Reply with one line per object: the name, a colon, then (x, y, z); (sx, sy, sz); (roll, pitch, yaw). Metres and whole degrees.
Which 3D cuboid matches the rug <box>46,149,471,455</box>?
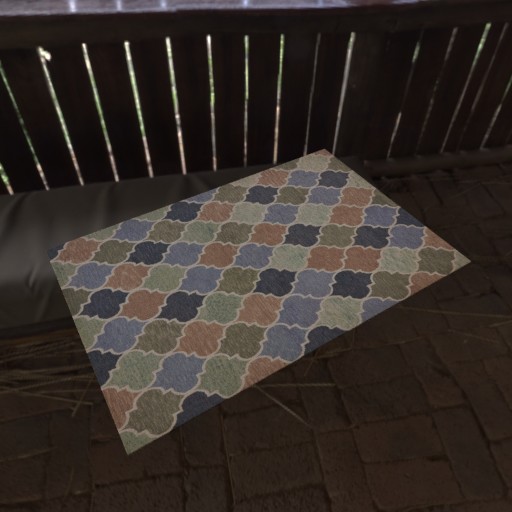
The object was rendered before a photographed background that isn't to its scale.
rug: (0.000, 0.000, 2.860); (2.284, 0.006, 1.521); (-24, 51, -21)
